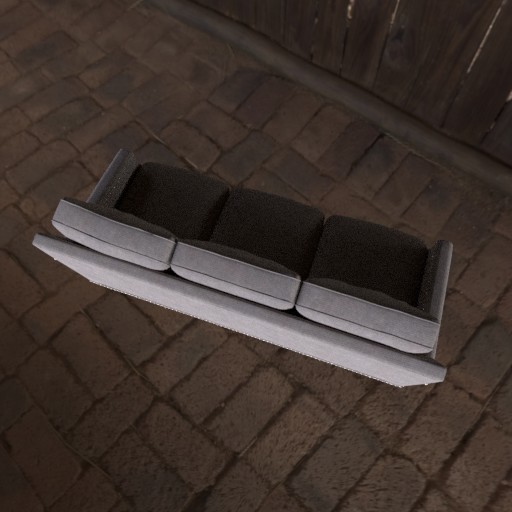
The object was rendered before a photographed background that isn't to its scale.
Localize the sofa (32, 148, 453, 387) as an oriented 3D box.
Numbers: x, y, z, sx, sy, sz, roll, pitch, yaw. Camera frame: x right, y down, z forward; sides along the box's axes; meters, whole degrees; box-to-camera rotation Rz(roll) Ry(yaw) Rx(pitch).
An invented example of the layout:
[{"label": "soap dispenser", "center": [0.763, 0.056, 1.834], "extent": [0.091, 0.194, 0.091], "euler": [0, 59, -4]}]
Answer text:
[{"label": "sofa", "center": [0.000, 0.000, 2.764], "extent": [2.226, 1.042, 1.034], "euler": [17, 64, 9]}]
